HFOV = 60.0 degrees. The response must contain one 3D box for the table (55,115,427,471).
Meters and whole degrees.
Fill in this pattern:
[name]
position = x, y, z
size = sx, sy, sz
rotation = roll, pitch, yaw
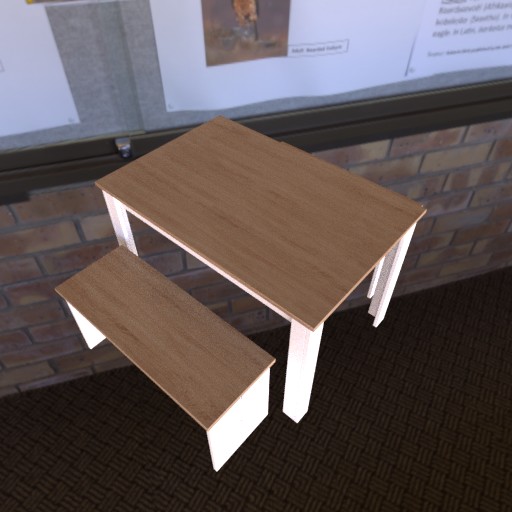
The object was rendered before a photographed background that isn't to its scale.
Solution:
[table]
position = 0.000, 0.000, 1.999
size = 1.100, 0.700, 1.443
rotation = 32, 54, 27
